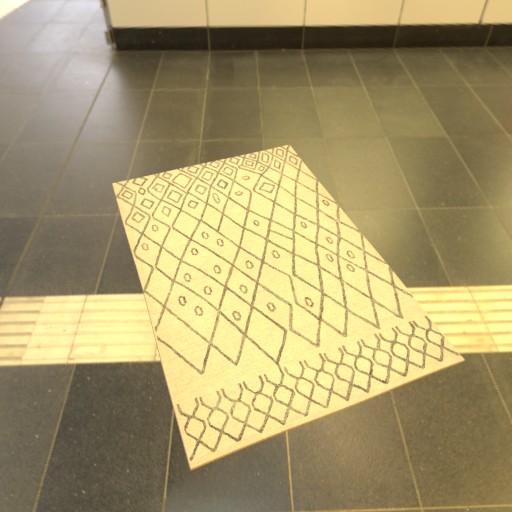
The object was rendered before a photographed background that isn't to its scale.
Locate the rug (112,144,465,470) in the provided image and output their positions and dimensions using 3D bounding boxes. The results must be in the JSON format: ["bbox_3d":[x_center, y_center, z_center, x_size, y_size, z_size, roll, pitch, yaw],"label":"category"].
[{"bbox_3d":[0.000,0.000,2.340,1.222,0.015,1.828,-16,48,-15],"label":"rug"}]
